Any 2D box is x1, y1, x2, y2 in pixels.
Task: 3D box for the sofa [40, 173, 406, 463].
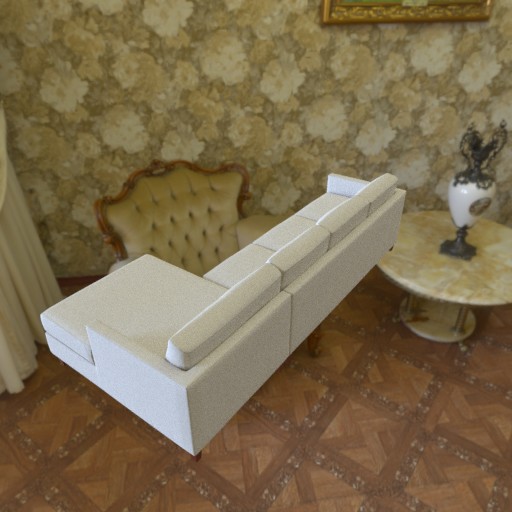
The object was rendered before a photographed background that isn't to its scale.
[{"bbox_3d":[0.000,0.000,4.177,1.599,0.954,3.471,21,37,30],"label":"sofa"}]
